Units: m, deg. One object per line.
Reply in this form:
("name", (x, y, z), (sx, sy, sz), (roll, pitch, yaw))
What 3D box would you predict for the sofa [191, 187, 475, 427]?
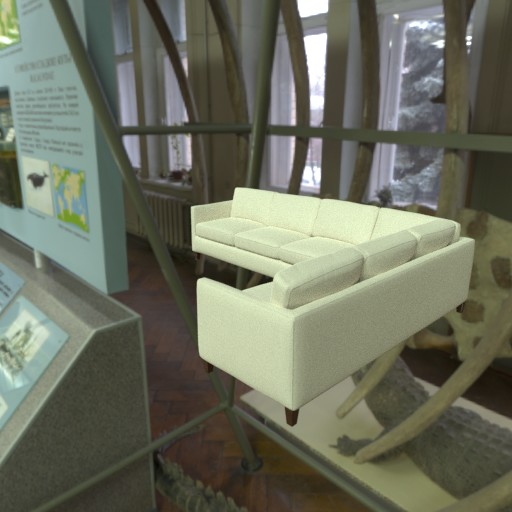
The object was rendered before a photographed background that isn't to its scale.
("sofa", (0.000, 0.000, 4.479), (2.593, 0.947, 3.302), (-15, 22, -41))
